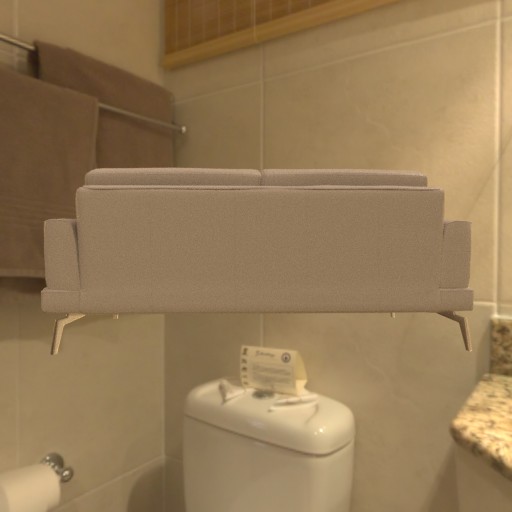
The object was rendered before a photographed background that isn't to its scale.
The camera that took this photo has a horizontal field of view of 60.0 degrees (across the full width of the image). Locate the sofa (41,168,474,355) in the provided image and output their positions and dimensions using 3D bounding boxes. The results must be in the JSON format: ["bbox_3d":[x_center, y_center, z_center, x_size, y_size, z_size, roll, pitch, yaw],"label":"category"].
[{"bbox_3d":[0.000,0.000,2.685,2.177,0.930,1.121,0,1,-2],"label":"sofa"}]
